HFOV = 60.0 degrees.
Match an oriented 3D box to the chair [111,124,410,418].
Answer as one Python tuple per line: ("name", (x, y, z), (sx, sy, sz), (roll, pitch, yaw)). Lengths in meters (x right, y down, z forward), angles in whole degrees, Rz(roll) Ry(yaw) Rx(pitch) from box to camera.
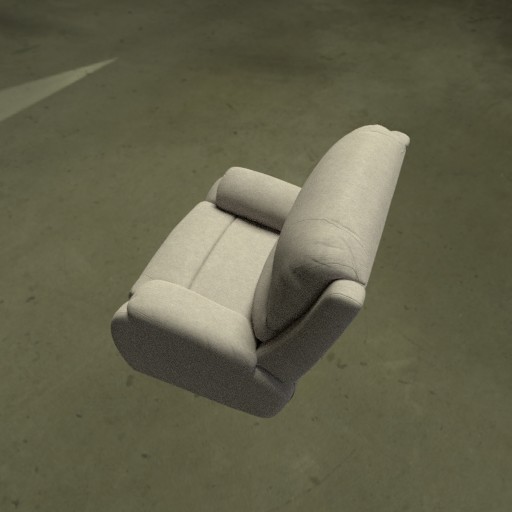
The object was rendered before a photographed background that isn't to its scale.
("chair", (0.000, 0.000, 1.766), (0.899, 1.011, 0.930), (16, 48, 15))
